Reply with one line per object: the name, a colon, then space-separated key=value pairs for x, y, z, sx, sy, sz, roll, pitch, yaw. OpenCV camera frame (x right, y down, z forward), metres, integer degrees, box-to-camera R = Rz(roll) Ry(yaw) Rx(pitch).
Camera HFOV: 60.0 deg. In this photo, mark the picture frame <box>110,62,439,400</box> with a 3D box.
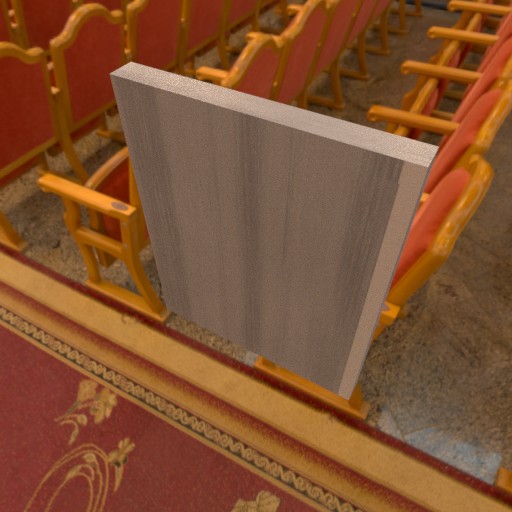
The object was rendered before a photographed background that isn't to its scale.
picture frame: x=0.000 y=0.000 z=0.764 sx=0.449 sy=0.555 sz=0.046 roll=23 pitch=51 yaw=20
